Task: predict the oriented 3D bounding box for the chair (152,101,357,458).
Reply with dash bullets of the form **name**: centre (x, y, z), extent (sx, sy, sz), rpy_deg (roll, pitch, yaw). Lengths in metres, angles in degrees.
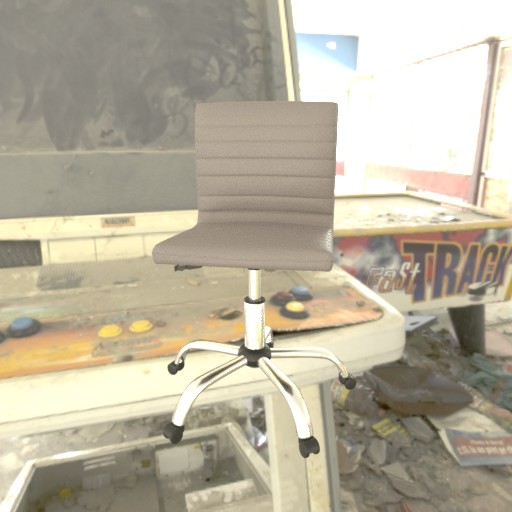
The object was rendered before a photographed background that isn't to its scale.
- **chair**: centre (0.000, 0.000, 1.145), extent (0.556, 0.780, 0.530), rpy_deg (2, 15, 9)
